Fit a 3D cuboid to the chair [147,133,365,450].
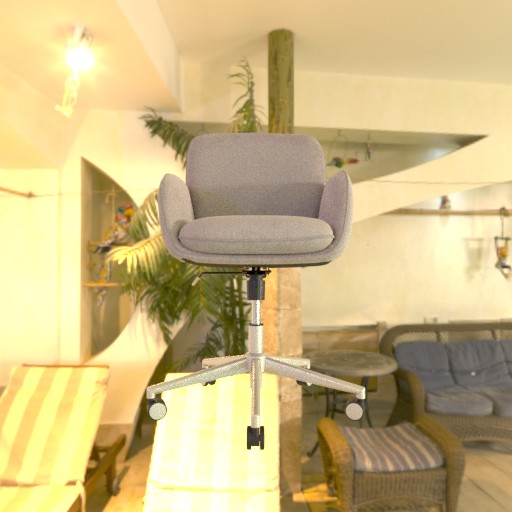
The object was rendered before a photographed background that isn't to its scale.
[{"bbox_3d":[0.000,0.000,1.396,0.648,0.959,0.654,0,-1,0],"label":"chair"}]
